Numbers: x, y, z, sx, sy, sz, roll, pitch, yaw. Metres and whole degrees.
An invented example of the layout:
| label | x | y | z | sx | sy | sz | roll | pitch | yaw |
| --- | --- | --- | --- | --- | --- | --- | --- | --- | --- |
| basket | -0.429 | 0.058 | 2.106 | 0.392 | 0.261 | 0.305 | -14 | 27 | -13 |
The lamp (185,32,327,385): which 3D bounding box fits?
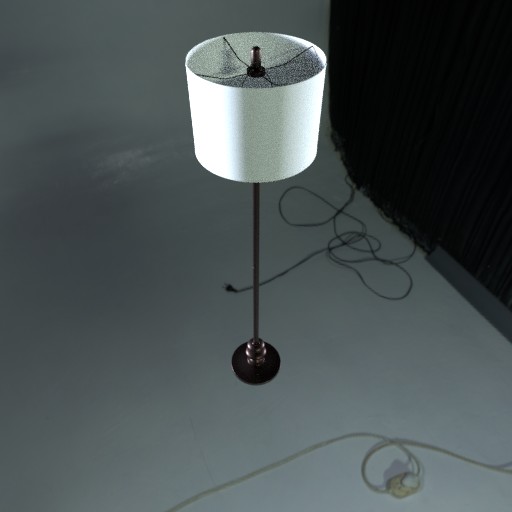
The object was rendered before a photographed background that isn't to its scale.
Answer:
| label | x | y | z | sx | sy | sz | roll | pitch | yaw |
| --- | --- | --- | --- | --- | --- | --- | --- | --- | --- |
| lamp | 0.000 | 0.000 | 1.633 | 0.356 | 1.487 | 0.356 | -23 | 50 | -21 |
